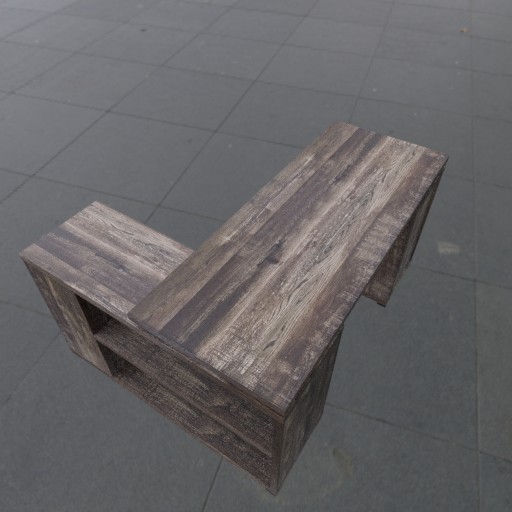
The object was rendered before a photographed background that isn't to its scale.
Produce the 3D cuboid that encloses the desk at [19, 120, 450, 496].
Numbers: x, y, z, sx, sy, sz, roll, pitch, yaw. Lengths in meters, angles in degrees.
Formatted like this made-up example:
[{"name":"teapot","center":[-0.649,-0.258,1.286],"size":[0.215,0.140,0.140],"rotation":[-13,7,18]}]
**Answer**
[{"name":"desk","center":[0.000,0.000,2.162],"size":[1.200,0.753,1.524],"rotation":[25,51,23]}]
